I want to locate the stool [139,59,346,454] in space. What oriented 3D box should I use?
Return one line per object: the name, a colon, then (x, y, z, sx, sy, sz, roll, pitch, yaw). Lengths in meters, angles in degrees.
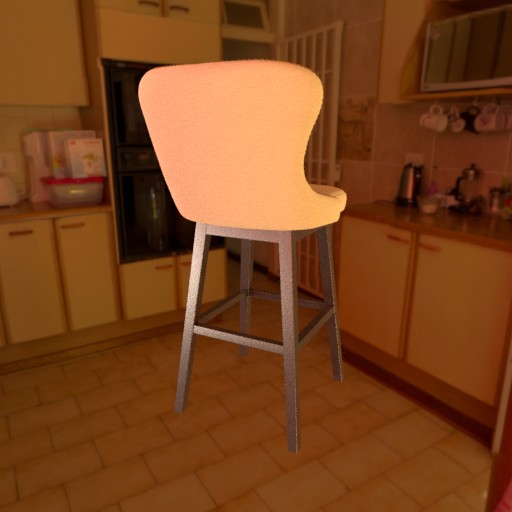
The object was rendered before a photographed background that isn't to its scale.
stool: (0.000, 0.000, 1.403, 0.528, 1.066, 0.605, 8, 17, 26)
